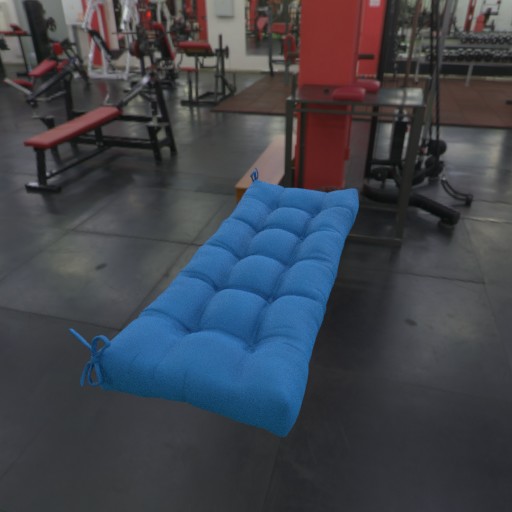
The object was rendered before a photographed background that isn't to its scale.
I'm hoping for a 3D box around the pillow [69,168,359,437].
[{"bbox_3d":[0.000,0.000,1.359,0.511,0.174,1.194,9,31,15],"label":"pillow"}]
